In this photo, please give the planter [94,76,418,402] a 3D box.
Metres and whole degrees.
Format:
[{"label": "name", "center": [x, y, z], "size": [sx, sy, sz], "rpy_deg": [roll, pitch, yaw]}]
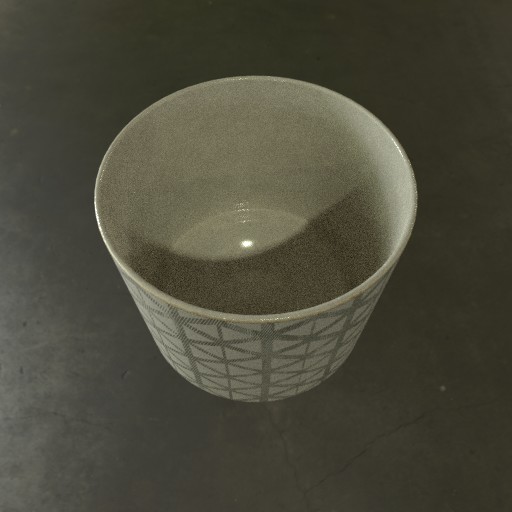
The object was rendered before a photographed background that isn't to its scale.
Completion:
[{"label": "planter", "center": [0.000, 0.000, 0.341], "size": [0.190, 0.181, 0.190], "rpy_deg": [0, 58, 0]}]
